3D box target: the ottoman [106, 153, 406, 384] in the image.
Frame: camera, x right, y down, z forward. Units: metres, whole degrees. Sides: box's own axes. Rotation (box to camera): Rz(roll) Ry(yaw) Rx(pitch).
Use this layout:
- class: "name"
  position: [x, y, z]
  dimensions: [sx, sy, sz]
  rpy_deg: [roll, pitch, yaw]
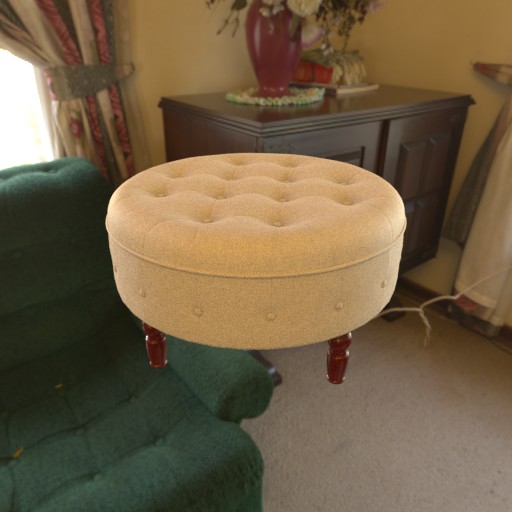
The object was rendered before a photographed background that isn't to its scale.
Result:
- class: "ottoman"
  position: [0.000, 0.000, 1.380]
  dimensions: [0.849, 0.478, 0.849]
  rpy_deg: [0, 26, 0]
